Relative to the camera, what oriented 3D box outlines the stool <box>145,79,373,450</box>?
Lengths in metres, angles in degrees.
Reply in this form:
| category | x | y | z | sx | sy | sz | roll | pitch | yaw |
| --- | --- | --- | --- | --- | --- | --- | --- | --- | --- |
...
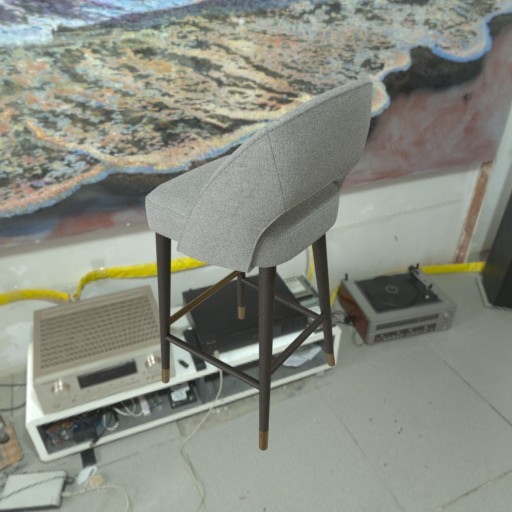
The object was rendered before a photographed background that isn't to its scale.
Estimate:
| category | x | y | z | sx | sy | sz | roll | pitch | yaw |
| --- | --- | --- | --- | --- | --- | --- | --- | --- | --- |
| stool | 0.000 | 0.000 | 1.316 | 0.509 | 1.037 | 0.494 | 23 | 40 | 30 |
